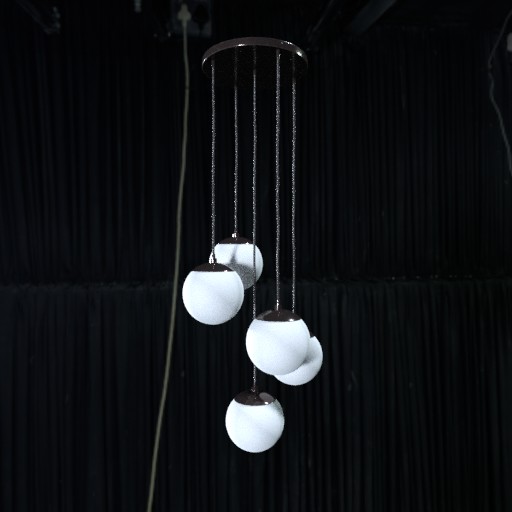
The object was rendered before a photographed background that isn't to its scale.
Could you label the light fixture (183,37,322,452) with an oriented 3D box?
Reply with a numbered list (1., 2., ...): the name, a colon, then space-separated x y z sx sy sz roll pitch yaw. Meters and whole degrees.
1. light fixture: 0.000 0.000 1.455 0.484 1.271 0.489 0 0 -17
